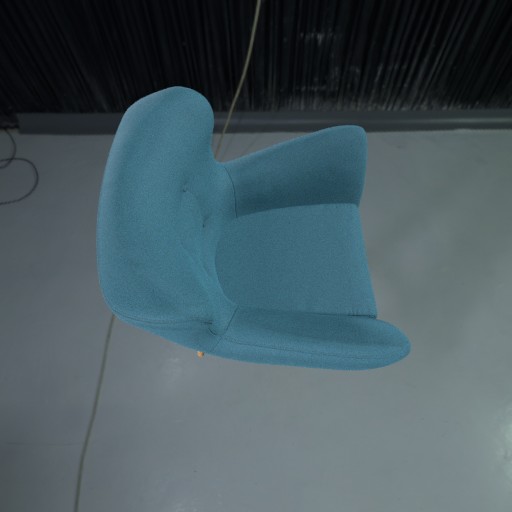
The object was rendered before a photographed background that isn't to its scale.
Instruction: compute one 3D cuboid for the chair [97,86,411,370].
[{"bbox_3d":[0.000,0.000,1.600,0.889,0.889,0.890,-2,63,-1],"label":"chair"}]
